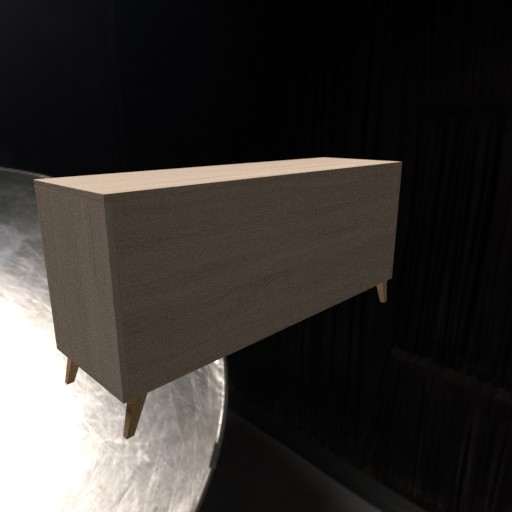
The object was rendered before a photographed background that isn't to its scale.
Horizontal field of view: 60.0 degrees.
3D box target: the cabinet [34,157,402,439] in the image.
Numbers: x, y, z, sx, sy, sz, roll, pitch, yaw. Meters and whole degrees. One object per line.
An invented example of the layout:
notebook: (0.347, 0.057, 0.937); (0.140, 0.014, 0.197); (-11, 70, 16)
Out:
cabinet: (0.000, 0.000, 2.012); (0.500, 0.780, 1.649); (15, 22, 43)
